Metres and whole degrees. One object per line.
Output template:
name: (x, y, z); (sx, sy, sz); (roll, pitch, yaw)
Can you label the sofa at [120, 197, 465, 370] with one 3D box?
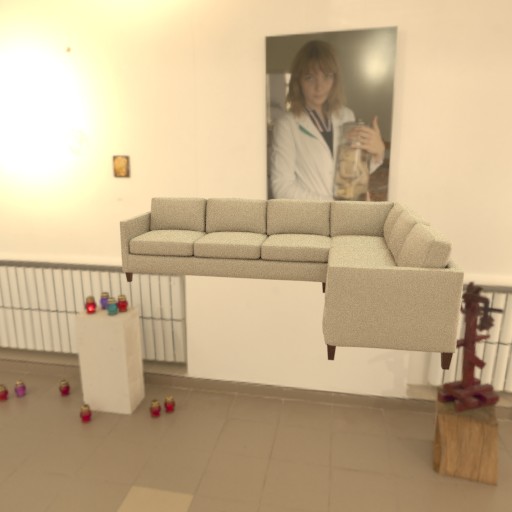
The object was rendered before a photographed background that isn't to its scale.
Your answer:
sofa: (0.000, 0.000, 4.483); (3.333, 0.934, 2.522); (2, 14, 10)
